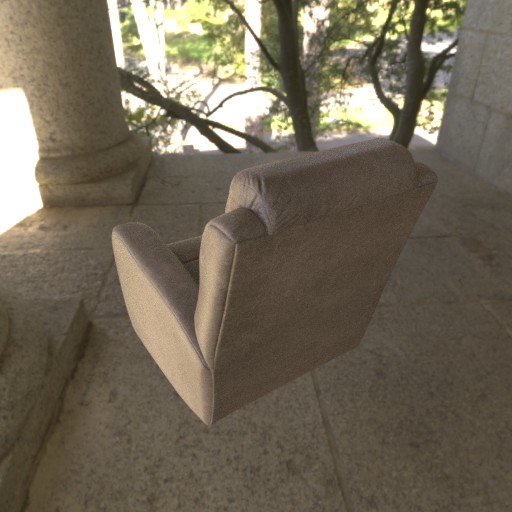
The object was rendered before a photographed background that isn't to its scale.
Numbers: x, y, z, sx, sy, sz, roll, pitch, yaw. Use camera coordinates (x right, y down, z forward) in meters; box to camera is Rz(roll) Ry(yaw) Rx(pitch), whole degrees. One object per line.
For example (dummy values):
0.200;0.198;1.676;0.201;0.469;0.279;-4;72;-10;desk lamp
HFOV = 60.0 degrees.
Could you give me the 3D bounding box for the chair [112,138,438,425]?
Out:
0.000;0.000;1.920;0.967;1.116;1.068;-19;35;-29;chair
